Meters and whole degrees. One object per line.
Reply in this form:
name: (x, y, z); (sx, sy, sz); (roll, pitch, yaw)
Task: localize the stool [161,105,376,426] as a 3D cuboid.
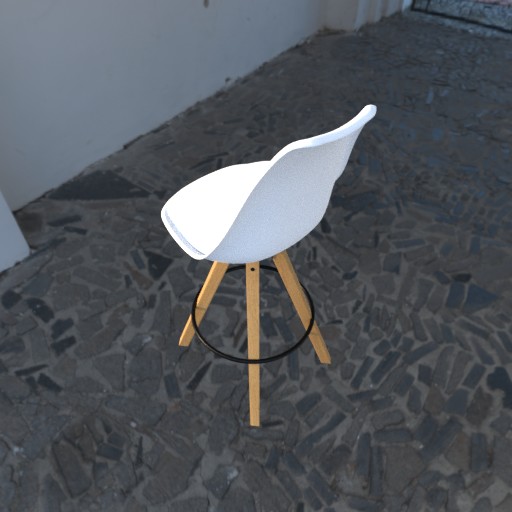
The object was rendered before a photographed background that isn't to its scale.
stool: (0.000, 0.000, 1.393); (0.482, 1.115, 0.549); (-32, 53, -28)
